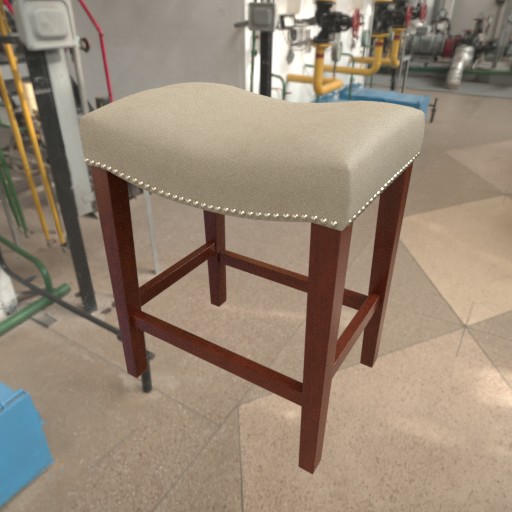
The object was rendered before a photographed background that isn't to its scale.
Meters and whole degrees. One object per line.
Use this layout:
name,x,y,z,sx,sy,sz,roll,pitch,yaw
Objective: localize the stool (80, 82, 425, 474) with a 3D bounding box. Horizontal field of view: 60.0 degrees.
stool,0.000,0.000,0.925,0.509,0.632,0.375,18,35,27
